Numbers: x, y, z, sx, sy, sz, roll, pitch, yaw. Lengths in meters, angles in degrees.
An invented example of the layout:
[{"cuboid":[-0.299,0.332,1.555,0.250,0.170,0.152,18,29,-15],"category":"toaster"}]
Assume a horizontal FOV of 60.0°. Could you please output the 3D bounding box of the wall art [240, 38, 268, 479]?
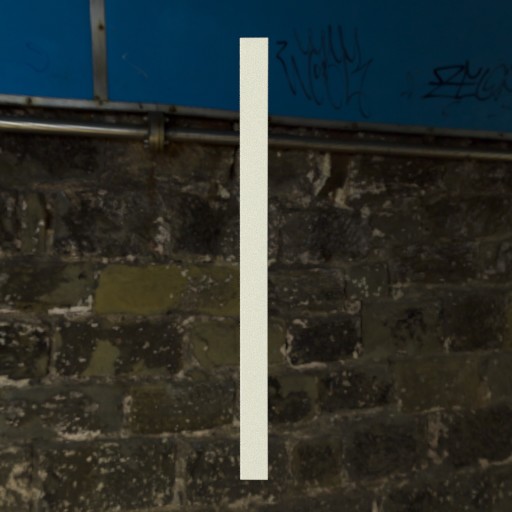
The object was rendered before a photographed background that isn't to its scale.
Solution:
[{"cuboid":[0.000,0.000,0.916,0.038,0.610,0.610,0,1,0],"category":"wall art"}]
